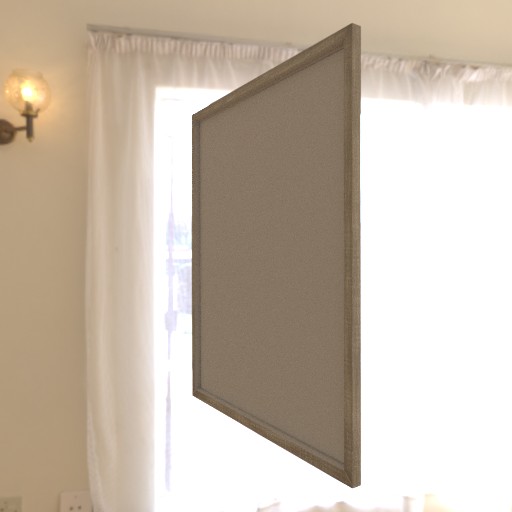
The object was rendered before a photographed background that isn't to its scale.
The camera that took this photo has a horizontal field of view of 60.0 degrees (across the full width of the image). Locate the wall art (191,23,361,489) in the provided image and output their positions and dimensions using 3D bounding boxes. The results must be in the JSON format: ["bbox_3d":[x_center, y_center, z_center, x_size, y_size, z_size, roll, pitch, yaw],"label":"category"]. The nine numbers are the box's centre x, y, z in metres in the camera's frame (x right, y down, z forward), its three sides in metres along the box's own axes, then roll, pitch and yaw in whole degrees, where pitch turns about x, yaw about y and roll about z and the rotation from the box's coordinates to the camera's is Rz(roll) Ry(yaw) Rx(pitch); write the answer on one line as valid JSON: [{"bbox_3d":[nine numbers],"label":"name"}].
[{"bbox_3d":[0.000,0.000,1.299,0.035,1.022,0.781,0,0,-35],"label":"wall art"}]
